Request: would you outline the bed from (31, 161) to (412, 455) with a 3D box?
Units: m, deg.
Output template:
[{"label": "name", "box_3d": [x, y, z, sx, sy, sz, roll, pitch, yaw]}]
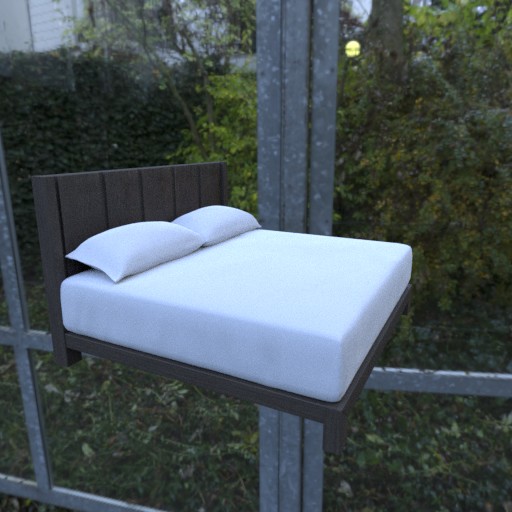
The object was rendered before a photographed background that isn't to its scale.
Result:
[{"label": "bed", "box_3d": [0.000, 0.000, 3.355, 2.012, 1.270, 2.134, 7, 16, 26]}]
